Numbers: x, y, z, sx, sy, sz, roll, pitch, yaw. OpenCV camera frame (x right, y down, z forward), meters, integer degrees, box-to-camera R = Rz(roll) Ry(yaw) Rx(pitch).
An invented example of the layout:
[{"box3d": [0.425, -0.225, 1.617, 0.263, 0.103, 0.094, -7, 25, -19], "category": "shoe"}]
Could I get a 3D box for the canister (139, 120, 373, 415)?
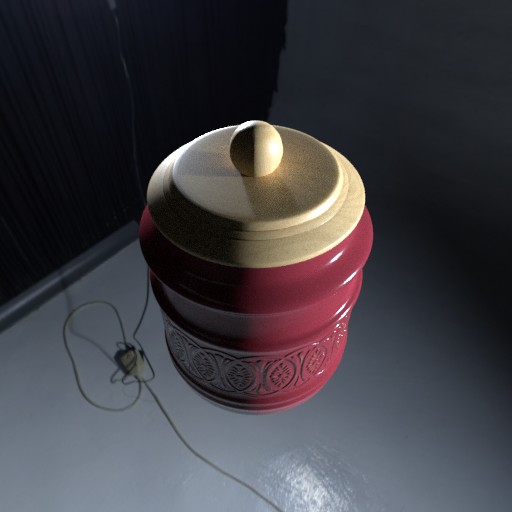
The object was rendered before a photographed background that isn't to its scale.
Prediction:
[{"box3d": [0.000, 0.000, 0.271, 0.130, 0.176, 0.130, 0, 46, 0], "category": "canister"}]
